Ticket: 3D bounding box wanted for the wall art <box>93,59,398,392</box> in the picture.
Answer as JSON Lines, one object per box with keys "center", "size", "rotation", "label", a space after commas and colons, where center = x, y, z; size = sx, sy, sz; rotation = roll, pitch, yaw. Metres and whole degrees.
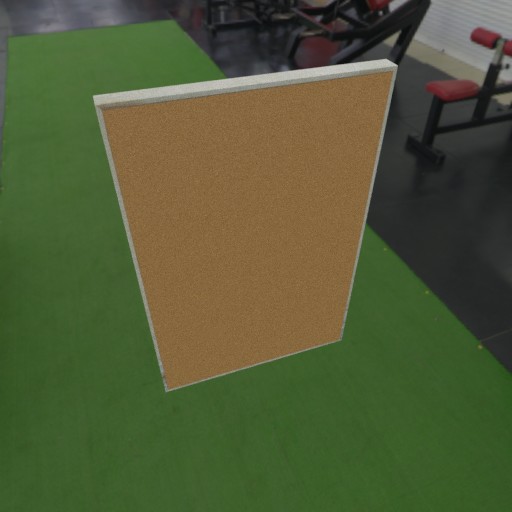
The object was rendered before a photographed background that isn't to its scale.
{"center": [0.000, 0.000, 0.971], "size": [0.508, 0.764, 0.038], "rotation": [-13, 43, -14], "label": "wall art"}
